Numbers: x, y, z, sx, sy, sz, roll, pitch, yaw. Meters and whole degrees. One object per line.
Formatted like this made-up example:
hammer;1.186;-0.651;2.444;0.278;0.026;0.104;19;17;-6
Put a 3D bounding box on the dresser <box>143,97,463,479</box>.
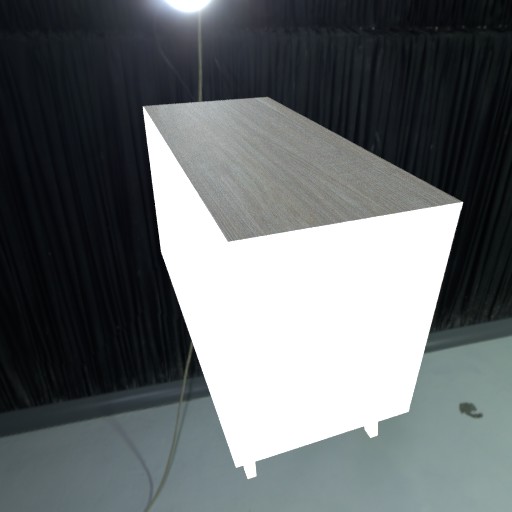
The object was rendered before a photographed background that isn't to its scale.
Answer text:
dresser;0.000;0.000;1.480;0.500;0.780;1.110;-10;32;-17
